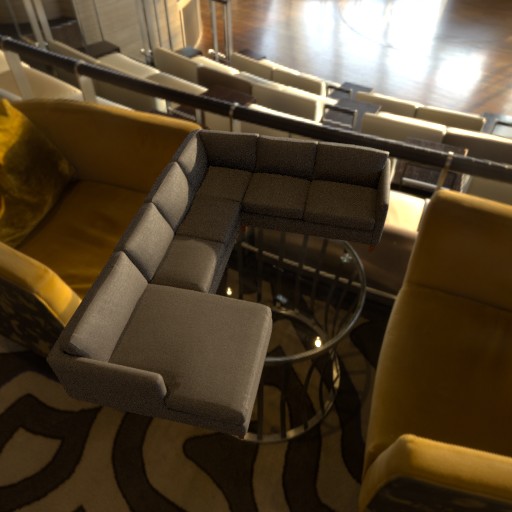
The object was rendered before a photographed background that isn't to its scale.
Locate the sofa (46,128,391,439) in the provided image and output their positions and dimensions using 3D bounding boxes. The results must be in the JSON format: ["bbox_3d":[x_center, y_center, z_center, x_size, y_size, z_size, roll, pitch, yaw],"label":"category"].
[{"bbox_3d":[0.000,0.000,4.552,2.594,0.961,3.460,9,46,9],"label":"sofa"}]
